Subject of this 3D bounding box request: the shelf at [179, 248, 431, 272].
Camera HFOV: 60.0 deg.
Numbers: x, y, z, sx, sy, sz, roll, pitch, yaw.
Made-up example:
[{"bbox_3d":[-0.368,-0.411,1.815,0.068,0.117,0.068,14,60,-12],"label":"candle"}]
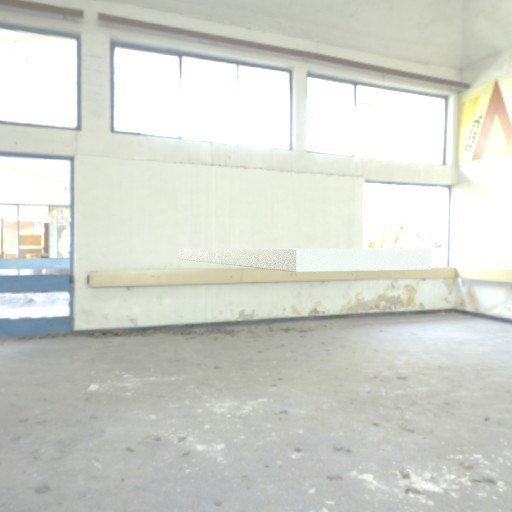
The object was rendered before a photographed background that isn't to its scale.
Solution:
[{"bbox_3d":[0.000,0.000,0.684,0.140,0.020,0.610,0,1,-19],"label":"shelf"}]
